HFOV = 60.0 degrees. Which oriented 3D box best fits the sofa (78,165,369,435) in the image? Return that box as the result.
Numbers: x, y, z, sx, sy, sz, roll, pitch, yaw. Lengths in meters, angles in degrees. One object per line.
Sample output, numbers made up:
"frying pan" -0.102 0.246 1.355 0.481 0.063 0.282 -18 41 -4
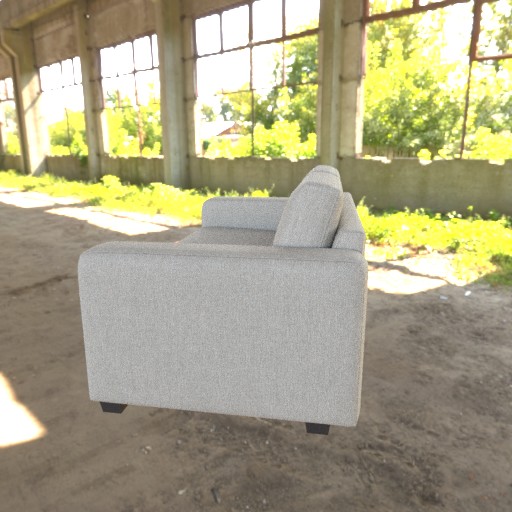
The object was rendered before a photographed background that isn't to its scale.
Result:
"sofa" 0.000 0.000 2.059 0.900 0.800 1.540 2 14 9
